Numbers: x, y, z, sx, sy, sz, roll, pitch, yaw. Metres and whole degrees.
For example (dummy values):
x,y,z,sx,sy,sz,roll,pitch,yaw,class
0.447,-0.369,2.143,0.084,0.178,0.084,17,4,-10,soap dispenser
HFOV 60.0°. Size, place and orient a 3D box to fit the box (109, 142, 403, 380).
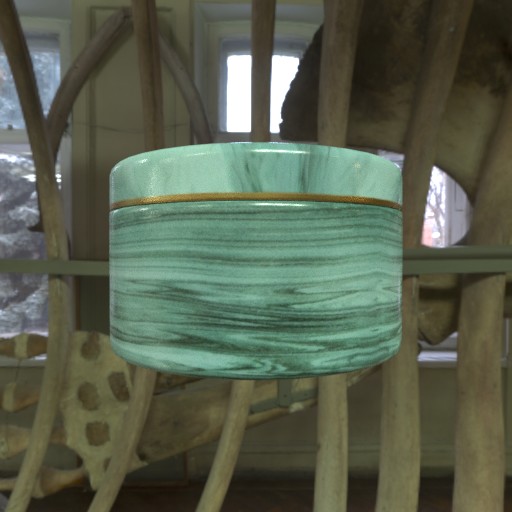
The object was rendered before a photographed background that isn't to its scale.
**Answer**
x,y,z,sx,sy,sz,roll,pitch,yaw,class
0.000,0.000,0.161,0.101,0.063,0.101,0,1,0,box
